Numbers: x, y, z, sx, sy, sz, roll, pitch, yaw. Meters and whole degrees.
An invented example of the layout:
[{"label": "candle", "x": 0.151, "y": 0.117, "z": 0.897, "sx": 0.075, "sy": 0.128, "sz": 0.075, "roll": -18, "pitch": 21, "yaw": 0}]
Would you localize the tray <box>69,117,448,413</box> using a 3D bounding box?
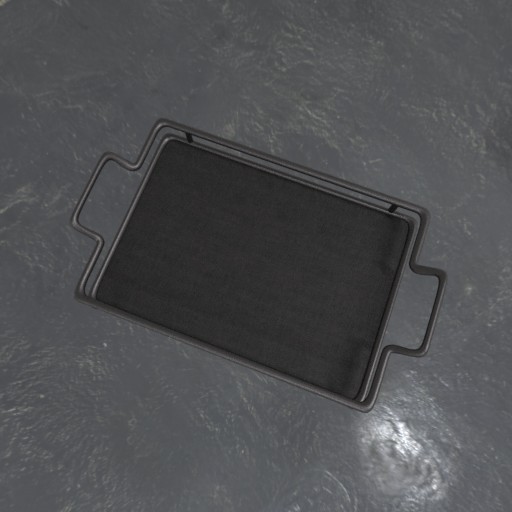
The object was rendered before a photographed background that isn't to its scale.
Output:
[{"label": "tray", "x": 0.000, "y": 0.000, "z": 0.625, "sx": 0.495, "sy": 0.101, "sz": 0.297, "roll": 20, "pitch": 77, "yaw": 5}]
